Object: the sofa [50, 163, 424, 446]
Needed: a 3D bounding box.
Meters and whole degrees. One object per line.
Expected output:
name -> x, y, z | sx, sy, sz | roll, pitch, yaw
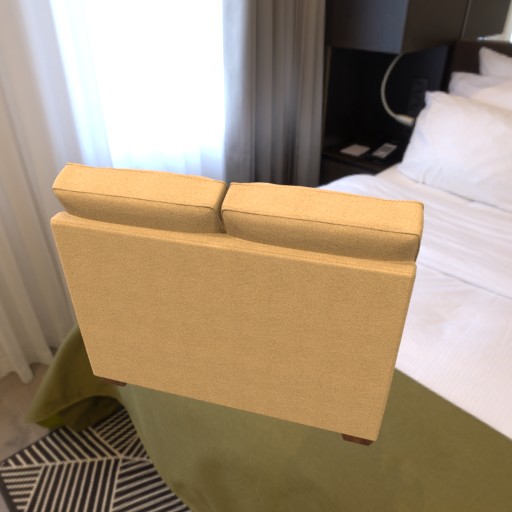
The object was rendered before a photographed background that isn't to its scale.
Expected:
sofa -> 0.000, 0.000, 1.965 | 1.232, 1.006, 0.978 | 8, 33, 13
